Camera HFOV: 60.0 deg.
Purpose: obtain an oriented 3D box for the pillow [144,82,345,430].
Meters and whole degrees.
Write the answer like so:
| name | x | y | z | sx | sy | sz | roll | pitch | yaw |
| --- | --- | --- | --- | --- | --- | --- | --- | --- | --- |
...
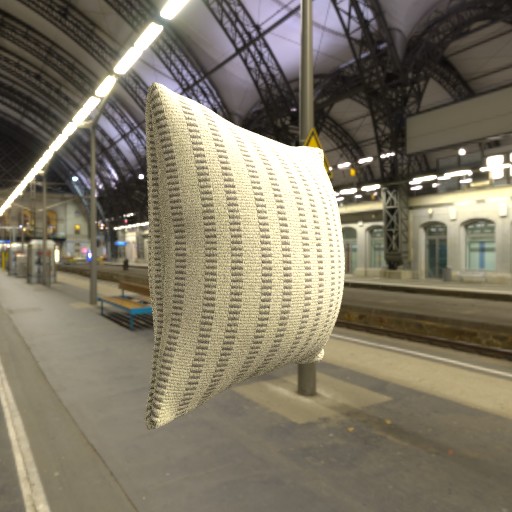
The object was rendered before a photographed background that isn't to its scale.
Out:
| name | x | y | z | sx | sy | sz | roll | pitch | yaw |
| --- | --- | --- | --- | --- | --- | --- | --- | --- | --- |
| pillow | 0.000 | 0.000 | 0.704 | 0.247 | 0.419 | 0.438 | 0 | 0 | 36 |
